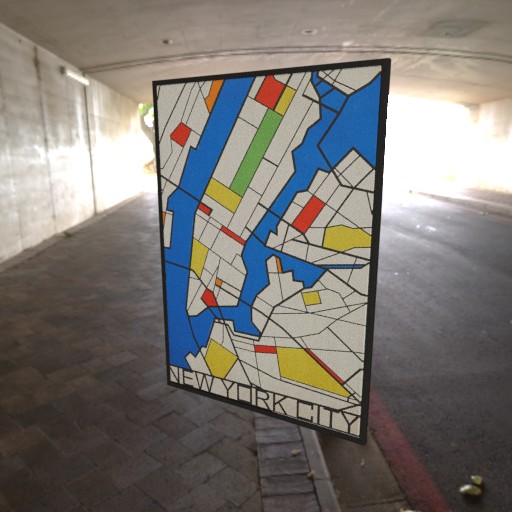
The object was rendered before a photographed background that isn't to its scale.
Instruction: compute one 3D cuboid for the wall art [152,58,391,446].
[{"bbox_3d":[0.000,0.000,0.843,0.457,0.657,0.013,7,15,28],"label":"wall art"}]
